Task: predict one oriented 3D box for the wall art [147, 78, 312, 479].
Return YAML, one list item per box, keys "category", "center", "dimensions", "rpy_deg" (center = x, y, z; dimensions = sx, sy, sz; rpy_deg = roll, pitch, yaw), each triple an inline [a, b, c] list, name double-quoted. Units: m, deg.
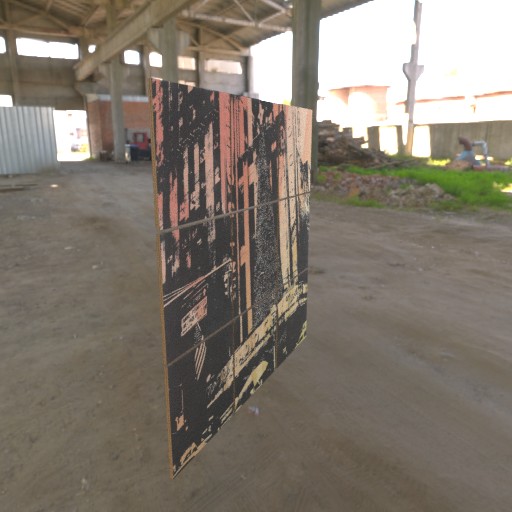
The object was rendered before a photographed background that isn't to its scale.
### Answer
- category: "wall art"
  center: [0.000, 0.000, 1.368]
  dimensions: [0.010, 0.917, 0.919]
  rpy_deg: [7, 16, 26]
